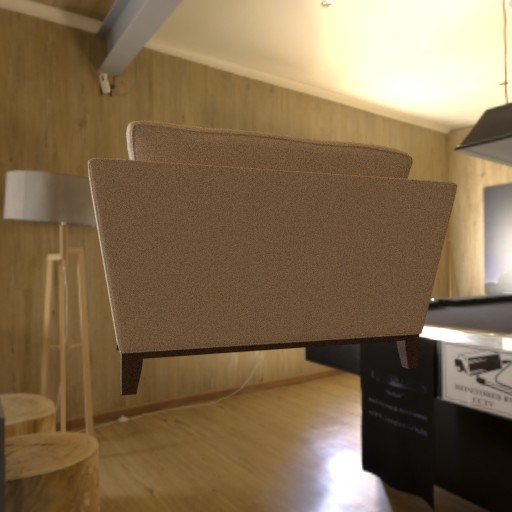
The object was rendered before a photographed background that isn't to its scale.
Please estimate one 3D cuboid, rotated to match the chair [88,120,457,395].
[{"bbox_3d":[0.000,0.000,2.013,1.397,0.940,0.965,0,0,-19],"label":"chair"}]
